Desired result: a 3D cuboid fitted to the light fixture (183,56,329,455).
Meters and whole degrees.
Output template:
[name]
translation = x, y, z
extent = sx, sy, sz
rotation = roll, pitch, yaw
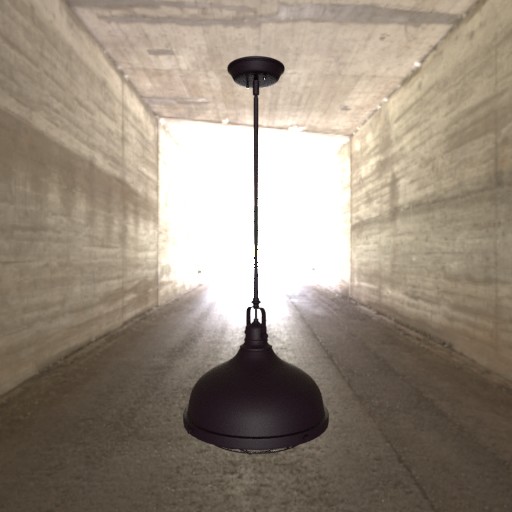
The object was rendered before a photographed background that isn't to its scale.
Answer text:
[light fixture]
translation = 0.000, 0.000, 1.004
extent = 0.341, 0.849, 0.341
rotation = 0, 0, -36
